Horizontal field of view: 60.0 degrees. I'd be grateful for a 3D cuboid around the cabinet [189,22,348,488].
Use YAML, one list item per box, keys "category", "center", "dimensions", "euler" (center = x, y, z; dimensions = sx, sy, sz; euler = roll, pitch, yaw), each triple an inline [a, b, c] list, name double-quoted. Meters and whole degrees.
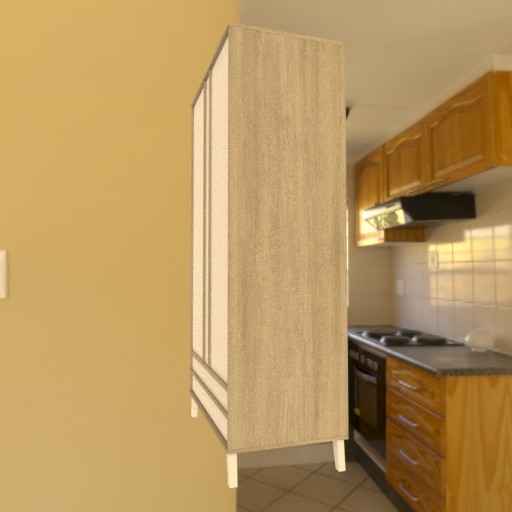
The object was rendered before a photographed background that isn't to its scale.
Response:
- category: "cabinet"
  center: [0.000, 0.000, 2.459]
  dimensions: [0.571, 1.999, 1.006]
  euler: [1, -2, -18]
